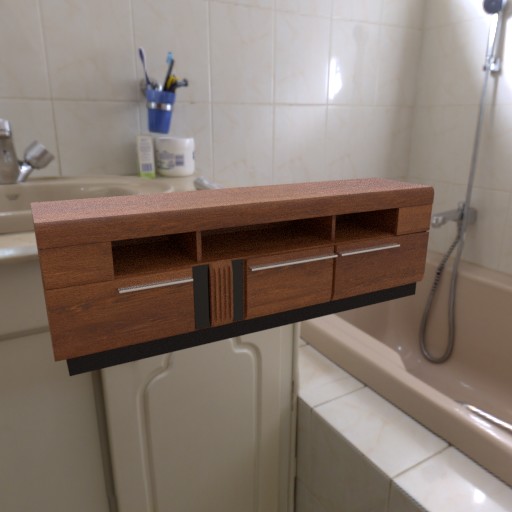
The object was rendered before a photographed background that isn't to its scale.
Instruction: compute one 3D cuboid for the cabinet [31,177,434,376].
[{"bbox_3d":[0.000,0.000,1.835,1.600,0.510,0.419,-9,19,-26],"label":"cabinet"}]
